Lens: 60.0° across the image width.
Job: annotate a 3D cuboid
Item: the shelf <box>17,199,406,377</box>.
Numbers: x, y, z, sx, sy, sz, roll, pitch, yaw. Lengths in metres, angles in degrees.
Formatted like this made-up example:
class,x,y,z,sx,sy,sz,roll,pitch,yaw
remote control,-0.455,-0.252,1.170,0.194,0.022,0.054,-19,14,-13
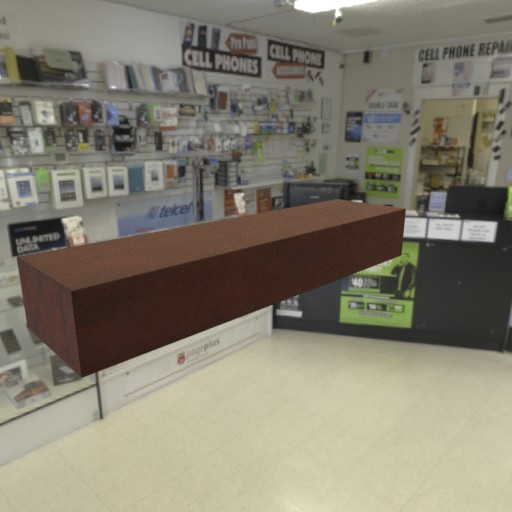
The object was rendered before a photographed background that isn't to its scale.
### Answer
class,x,y,z,sx,sy,sz,roll,pitch,yaw
shelf,0.000,0.000,0.664,0.607,0.088,0.152,-15,22,-42
